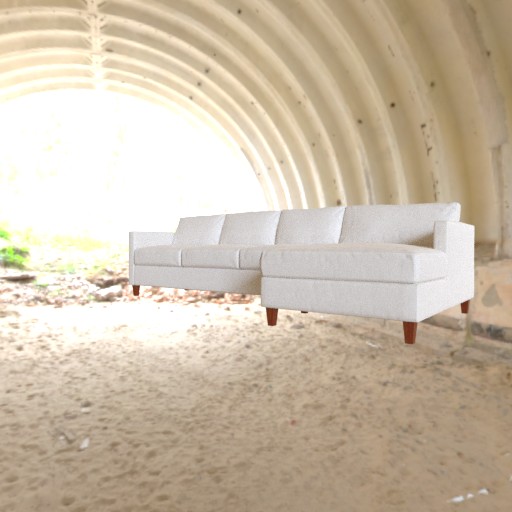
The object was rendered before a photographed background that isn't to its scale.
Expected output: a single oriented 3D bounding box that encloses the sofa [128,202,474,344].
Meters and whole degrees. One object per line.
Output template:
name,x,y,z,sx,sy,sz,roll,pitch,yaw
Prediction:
sofa,0.000,0.000,4.152,3.471,0.954,1.606,1,1,37
